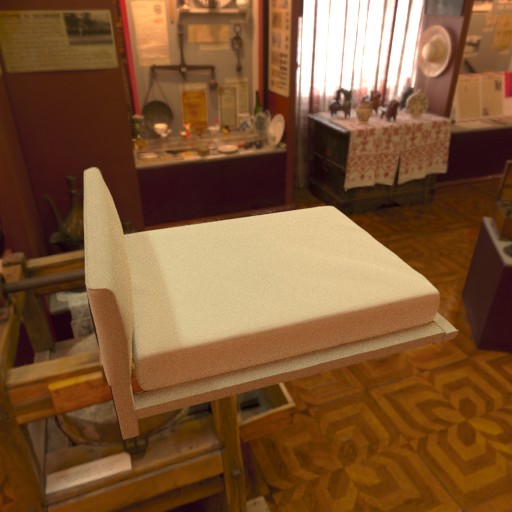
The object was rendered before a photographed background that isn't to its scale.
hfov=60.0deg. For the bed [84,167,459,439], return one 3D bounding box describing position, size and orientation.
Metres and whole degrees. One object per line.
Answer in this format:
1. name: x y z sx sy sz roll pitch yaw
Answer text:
1. bed: 0.000 0.000 3.563 2.498 1.126 1.980 -10 31 -16
